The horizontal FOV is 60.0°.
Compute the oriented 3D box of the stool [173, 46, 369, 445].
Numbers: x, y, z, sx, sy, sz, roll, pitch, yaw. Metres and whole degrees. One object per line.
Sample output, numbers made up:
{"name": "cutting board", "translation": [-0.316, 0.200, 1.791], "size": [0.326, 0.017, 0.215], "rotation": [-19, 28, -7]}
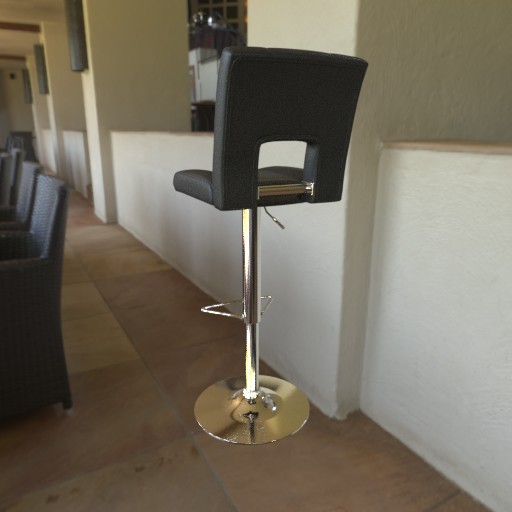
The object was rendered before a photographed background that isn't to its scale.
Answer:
{"name": "stool", "translation": [0.000, 0.000, 1.419], "size": [0.415, 1.151, 0.520], "rotation": [-8, 18, -25]}
